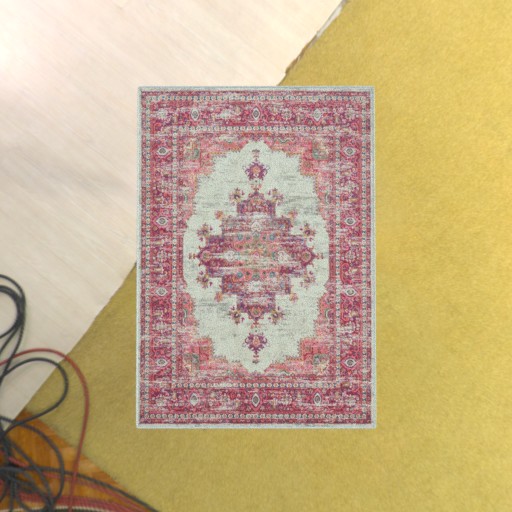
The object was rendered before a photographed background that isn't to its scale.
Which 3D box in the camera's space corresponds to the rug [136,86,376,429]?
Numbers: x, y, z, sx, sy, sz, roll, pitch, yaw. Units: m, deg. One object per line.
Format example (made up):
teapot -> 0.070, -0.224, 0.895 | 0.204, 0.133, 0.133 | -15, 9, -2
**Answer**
rug -> 0.000, 0.000, 2.887 | 1.555, 0.011, 2.232 | 0, 89, 0
